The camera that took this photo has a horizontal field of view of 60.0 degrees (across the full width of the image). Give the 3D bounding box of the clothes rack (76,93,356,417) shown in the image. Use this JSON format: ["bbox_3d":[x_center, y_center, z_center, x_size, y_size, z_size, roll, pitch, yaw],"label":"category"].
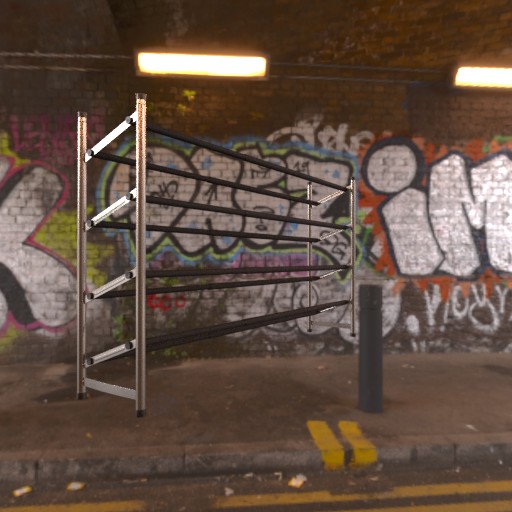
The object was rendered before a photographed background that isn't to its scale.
[{"bbox_3d":[0.000,0.000,1.454,0.229,0.672,1.168,0,0,35],"label":"clothes rack"}]
